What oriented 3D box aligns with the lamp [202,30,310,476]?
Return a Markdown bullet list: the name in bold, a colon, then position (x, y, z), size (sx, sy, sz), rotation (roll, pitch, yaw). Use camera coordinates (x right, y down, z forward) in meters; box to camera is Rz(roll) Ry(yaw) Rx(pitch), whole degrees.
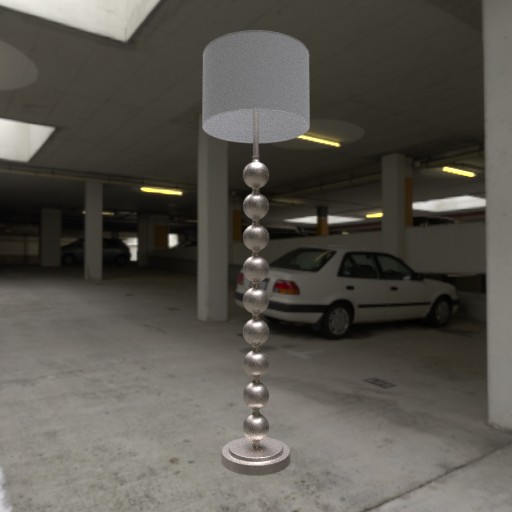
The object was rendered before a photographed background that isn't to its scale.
- **lamp**: position (0.000, 0.000, 1.622), size (0.394, 1.474, 0.394), rotation (1, -2, -35)
